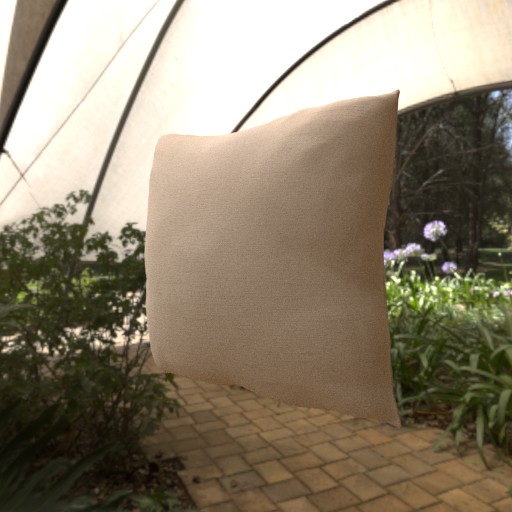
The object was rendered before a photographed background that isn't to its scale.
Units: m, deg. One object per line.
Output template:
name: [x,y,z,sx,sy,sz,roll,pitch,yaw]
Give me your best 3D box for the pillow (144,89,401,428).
pillow: [0.000,0.000,0.698,0.450,0.448,0.245,0,0,36]
